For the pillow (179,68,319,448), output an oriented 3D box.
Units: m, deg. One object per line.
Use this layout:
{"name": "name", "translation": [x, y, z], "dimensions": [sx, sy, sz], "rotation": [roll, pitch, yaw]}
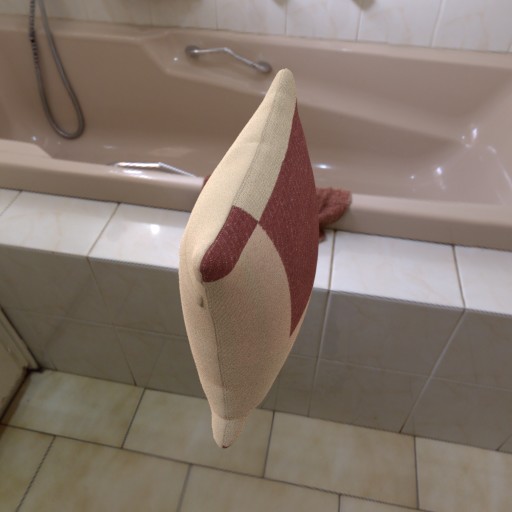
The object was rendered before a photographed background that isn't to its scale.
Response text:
{"name": "pillow", "translation": [0.000, 0.000, 0.830], "dimensions": [0.229, 0.506, 0.536], "rotation": [10, 46, 9]}
